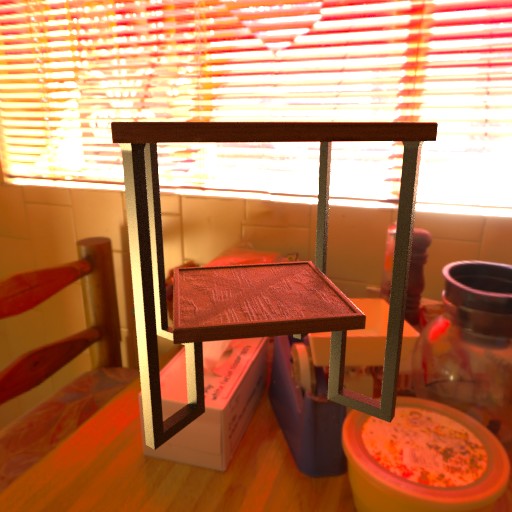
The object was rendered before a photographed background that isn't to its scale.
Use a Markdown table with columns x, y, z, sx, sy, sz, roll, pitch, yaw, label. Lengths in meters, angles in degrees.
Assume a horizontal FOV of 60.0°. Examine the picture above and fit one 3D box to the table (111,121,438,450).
| x | y | z | sx | sy | sz | roll | pitch | yaw | label |
| --- | --- | --- | --- | --- | --- | --- | --- | --- | --- |
| 0.000 | 0.000 | 0.980 | 0.503 | 0.563 | 0.503 | -3 | 17 | -9 | table |
